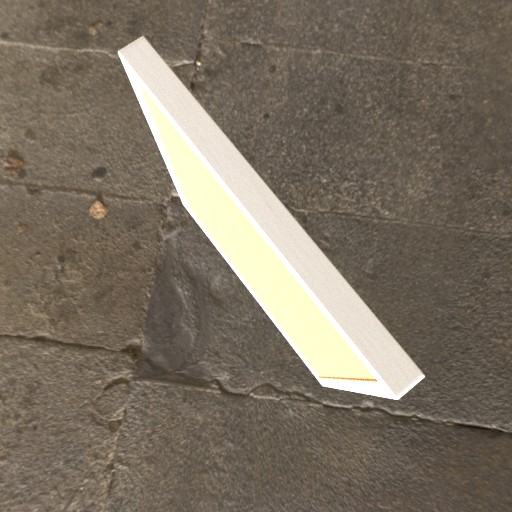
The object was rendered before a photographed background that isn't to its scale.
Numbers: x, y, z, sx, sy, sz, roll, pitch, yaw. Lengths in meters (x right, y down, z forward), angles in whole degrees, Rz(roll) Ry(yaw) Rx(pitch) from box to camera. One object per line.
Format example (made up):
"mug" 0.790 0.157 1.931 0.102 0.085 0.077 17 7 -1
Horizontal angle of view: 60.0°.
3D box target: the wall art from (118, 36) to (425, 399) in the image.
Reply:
"wall art" 0.000 0.000 0.734 0.038 0.508 0.508 -36 78 -9
